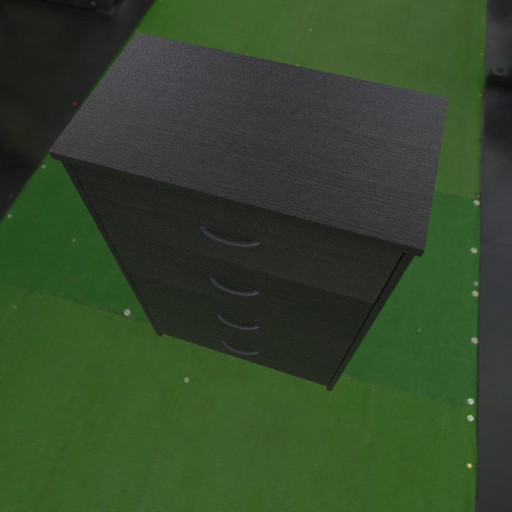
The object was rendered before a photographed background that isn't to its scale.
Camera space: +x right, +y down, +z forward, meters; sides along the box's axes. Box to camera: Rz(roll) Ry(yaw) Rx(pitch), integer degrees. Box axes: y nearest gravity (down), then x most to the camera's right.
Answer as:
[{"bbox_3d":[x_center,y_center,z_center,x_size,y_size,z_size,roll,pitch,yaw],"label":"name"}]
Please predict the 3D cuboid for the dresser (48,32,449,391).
[{"bbox_3d":[0.000,0.000,1.311,0.704,1.020,0.399,16,61,9],"label":"dresser"}]
